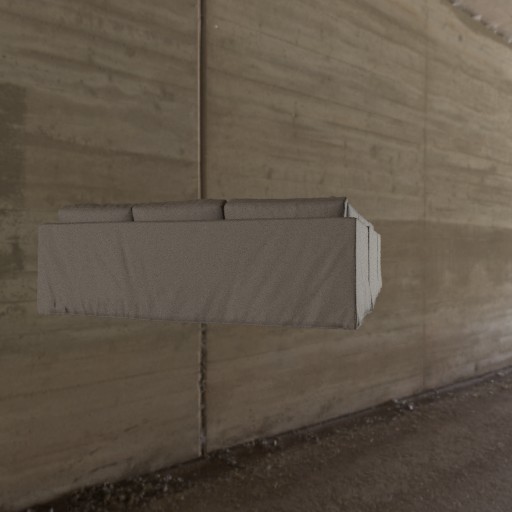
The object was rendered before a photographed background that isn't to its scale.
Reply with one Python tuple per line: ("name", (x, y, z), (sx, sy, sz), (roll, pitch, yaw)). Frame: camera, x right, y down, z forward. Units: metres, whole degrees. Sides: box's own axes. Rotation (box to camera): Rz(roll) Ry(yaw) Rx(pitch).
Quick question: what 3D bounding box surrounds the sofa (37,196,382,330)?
("sofa", (0.000, 0.000, 4.681), (2.476, 0.878, 3.528), (0, 1, 18))
